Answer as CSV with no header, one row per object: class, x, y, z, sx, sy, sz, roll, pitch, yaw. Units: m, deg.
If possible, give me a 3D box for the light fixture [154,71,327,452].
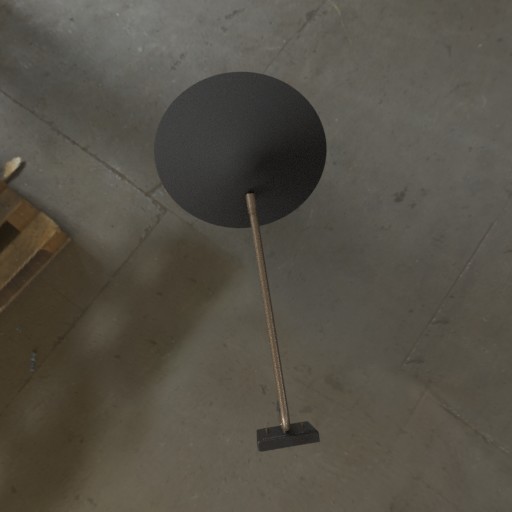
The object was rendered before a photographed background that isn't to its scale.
light fixture,0.000,0.000,0.660,0.240,0.312,0.516,-9,76,-2
